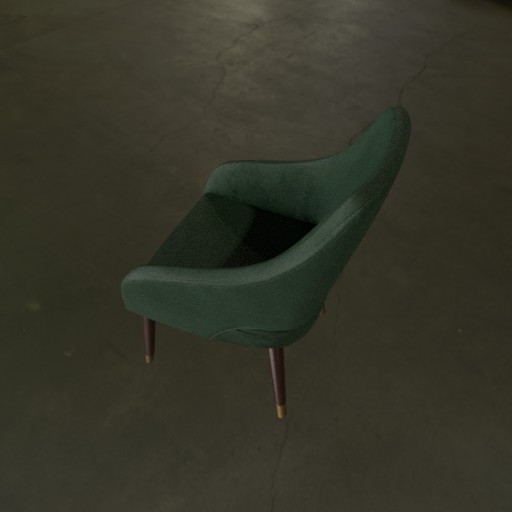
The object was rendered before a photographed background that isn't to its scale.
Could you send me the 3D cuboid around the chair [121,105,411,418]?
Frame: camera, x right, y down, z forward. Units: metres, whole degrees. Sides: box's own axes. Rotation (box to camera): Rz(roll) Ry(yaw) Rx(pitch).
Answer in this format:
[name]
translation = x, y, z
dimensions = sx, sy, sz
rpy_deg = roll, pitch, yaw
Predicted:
[chair]
translation = 0.000, 0.000, 1.567
dimensions = 0.794, 1.081, 0.683
rpy_deg = 17, 48, 16
